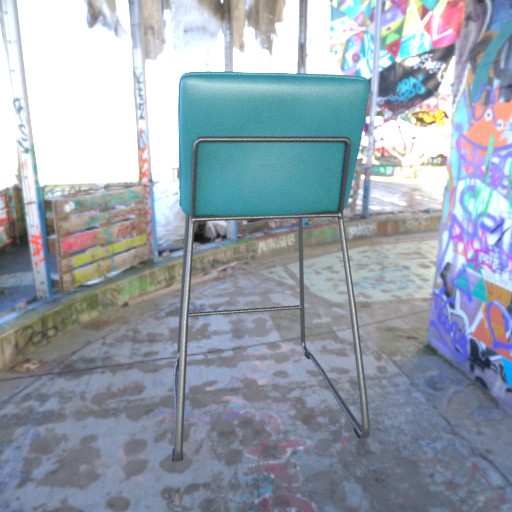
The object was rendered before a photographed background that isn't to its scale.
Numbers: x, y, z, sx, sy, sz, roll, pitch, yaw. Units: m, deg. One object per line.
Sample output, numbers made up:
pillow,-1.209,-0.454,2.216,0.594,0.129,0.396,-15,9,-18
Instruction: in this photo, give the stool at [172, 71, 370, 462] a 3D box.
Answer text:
stool,0.000,0.000,1.204,0.489,0.866,0.524,-3,15,-10
